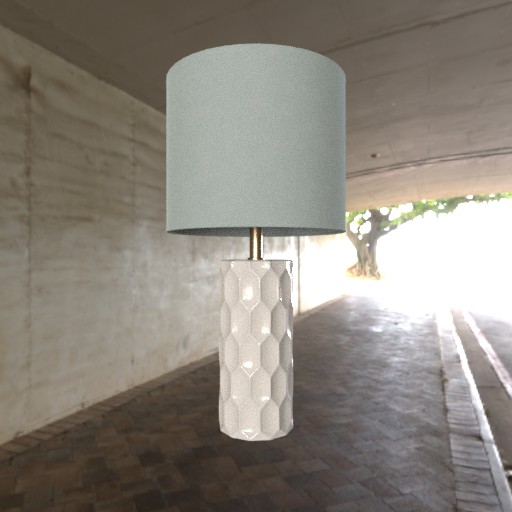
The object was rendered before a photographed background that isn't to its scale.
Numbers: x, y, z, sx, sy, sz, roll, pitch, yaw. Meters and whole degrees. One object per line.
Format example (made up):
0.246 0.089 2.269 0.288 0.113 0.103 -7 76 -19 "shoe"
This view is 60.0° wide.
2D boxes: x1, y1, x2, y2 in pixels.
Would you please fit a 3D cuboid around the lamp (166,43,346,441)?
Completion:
0.000 0.000 0.695 0.277 0.534 0.277 0 0 -36 "lamp"
